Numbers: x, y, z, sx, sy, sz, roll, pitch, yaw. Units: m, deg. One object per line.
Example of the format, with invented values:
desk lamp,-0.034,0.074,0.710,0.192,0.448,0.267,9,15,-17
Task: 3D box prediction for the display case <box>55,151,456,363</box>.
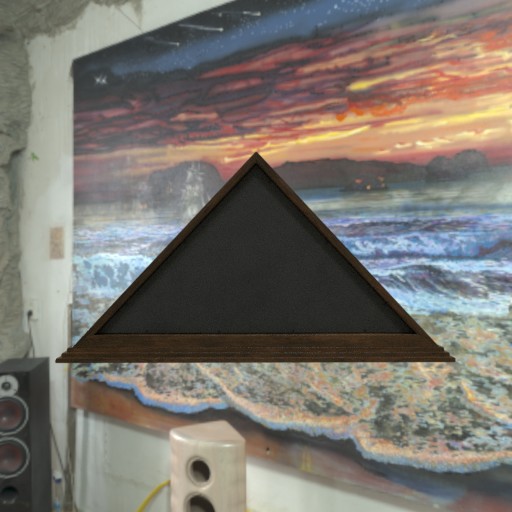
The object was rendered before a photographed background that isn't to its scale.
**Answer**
display case,0.000,0.000,0.754,0.640,0.340,0.095,0,0,-1
